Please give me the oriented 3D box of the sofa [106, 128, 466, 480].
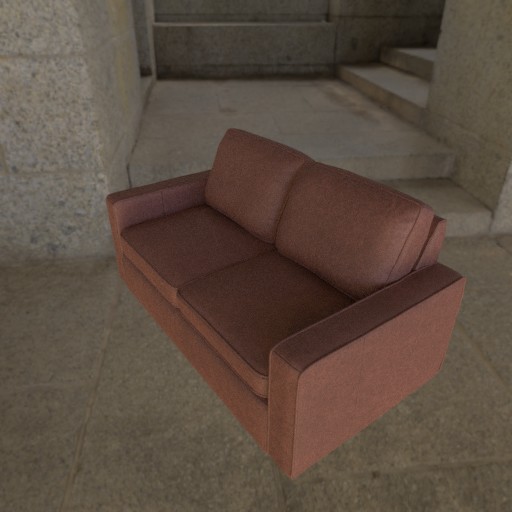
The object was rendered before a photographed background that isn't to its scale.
[{"bbox_3d":[0.000,0.000,2.235,0.947,0.918,1.709,-21,37,-30],"label":"sofa"}]
